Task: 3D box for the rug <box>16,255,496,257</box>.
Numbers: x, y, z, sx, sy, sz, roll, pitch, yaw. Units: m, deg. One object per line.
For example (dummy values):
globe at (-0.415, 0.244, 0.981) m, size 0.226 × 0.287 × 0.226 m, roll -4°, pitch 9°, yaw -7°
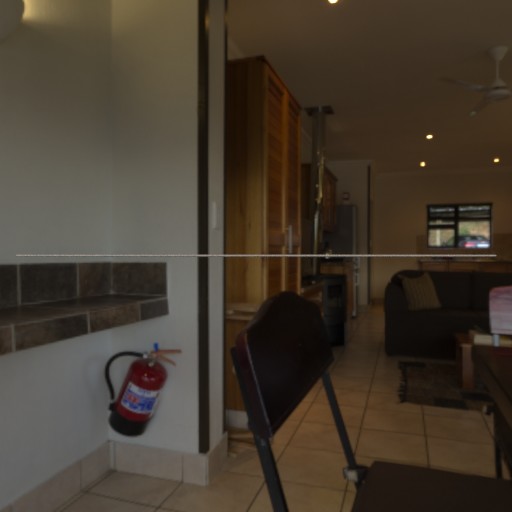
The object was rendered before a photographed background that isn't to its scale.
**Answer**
rug at (0.000, 0.000, 3.659) m, size 2.890 × 0.013 × 2.005 m, roll 0°, pitch 0°, yaw 0°
